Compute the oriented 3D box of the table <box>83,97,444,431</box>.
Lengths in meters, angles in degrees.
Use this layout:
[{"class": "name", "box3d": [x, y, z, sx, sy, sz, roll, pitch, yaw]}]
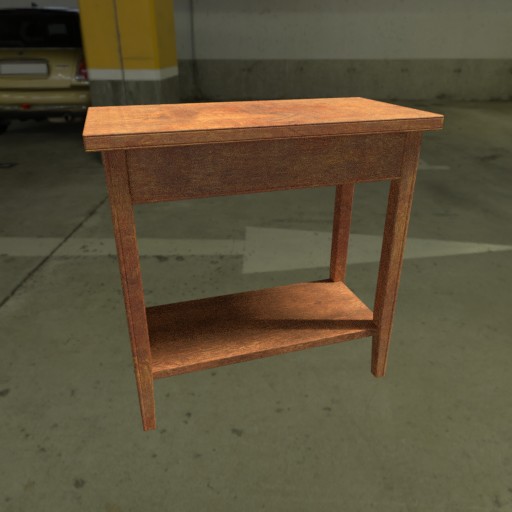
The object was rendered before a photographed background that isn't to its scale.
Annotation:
[{"class": "table", "box3d": [0.000, 0.000, 0.972, 0.610, 0.610, 0.305, -8, 27, -16]}]
